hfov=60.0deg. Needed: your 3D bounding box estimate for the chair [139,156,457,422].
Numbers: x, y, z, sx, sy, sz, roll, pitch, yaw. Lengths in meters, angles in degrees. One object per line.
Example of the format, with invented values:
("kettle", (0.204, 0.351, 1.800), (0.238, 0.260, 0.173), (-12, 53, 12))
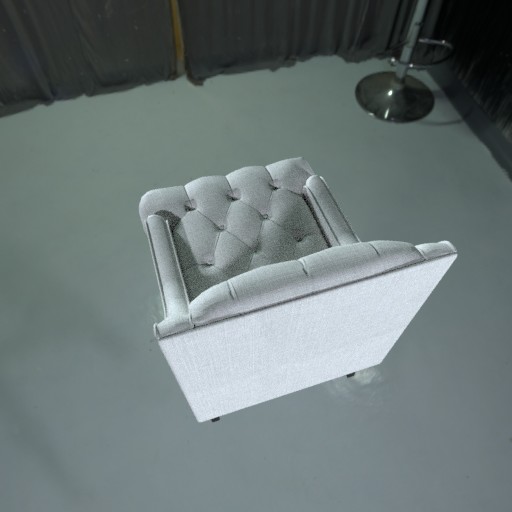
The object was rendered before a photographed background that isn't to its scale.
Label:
("chair", (0.000, 0.000, 1.415), (0.658, 0.891, 0.772), (-15, 59, -9))
